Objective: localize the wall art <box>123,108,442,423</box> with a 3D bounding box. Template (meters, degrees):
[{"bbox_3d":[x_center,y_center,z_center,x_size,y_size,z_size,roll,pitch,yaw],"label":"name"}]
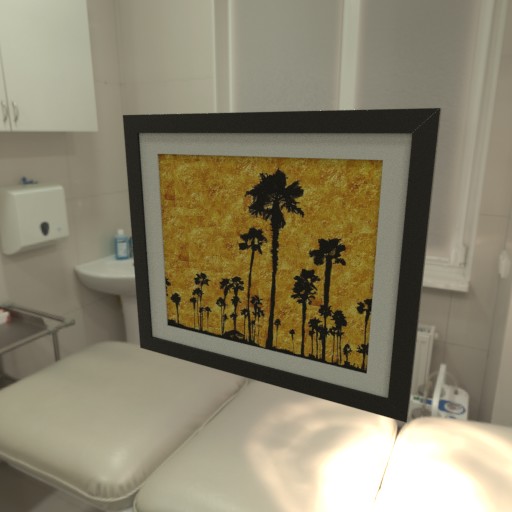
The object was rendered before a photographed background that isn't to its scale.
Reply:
[{"bbox_3d":[0.000,0.000,0.536,0.383,0.332,0.012,8,17,26],"label":"wall art"}]
